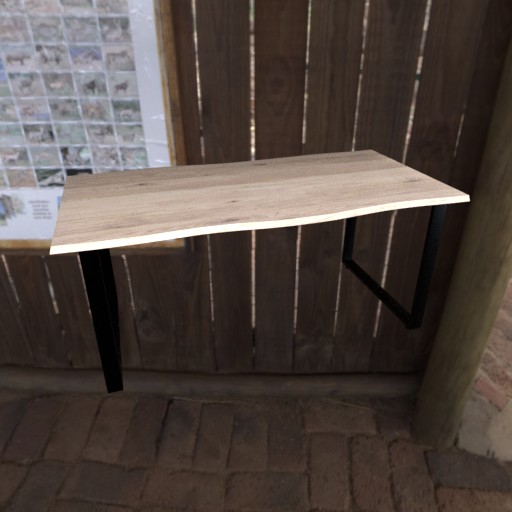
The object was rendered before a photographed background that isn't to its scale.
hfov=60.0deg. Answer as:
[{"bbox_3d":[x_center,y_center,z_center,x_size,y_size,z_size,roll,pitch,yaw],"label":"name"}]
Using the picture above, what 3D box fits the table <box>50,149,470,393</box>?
[{"bbox_3d":[0.000,0.000,2.341,1.800,0.780,0.900,-8,29,-15],"label":"table"}]
